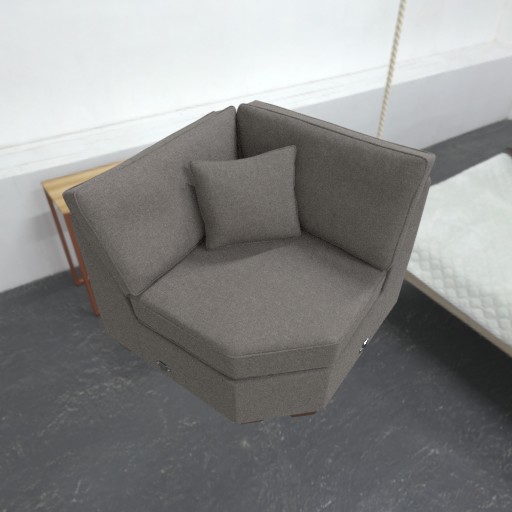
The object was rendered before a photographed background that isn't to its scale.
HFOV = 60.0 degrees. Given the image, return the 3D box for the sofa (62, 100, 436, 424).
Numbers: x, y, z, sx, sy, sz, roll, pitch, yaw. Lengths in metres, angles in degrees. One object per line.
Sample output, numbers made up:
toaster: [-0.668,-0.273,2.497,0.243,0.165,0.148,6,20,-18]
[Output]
sofa: [0.000,0.000,1.901,1.042,0.951,1.050,26,46,27]
